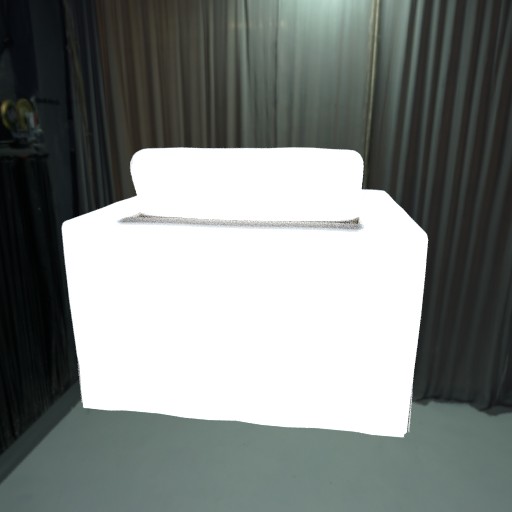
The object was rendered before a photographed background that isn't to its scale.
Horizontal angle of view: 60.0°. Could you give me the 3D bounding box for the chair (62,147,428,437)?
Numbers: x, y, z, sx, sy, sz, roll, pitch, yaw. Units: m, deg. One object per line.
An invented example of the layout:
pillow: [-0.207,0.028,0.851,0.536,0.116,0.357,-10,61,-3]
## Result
chair: [0.000,0.000,1.806,1.150,0.878,0.957,2,16,8]
